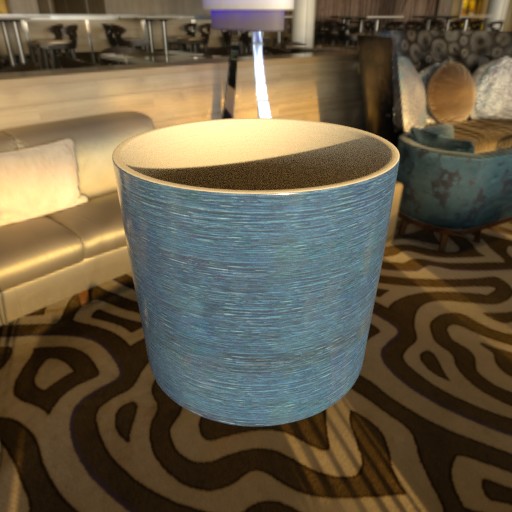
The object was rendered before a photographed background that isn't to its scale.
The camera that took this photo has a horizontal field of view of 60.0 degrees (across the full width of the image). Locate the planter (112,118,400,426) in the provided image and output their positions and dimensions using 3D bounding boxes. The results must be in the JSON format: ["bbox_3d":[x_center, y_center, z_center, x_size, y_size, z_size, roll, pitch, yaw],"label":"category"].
[{"bbox_3d":[0.000,0.000,0.402,0.221,0.201,0.221,0,28,0],"label":"planter"}]
